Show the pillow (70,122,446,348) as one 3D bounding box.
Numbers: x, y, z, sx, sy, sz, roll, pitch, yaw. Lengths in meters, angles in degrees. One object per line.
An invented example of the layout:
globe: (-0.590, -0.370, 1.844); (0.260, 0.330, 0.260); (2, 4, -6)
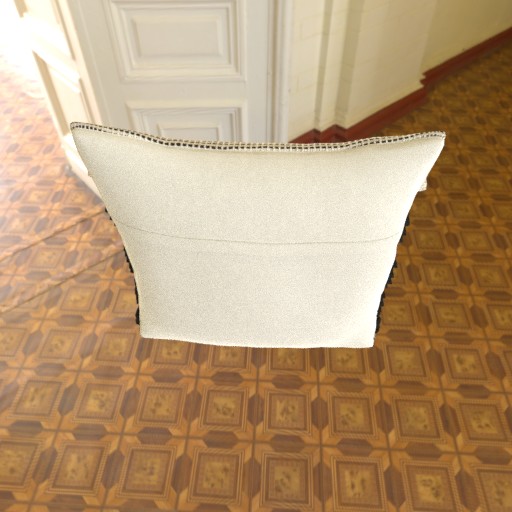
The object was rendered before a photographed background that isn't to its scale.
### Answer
pillow: (0.000, 0.000, 0.666); (0.436, 0.438, 0.156); (2, 47, 2)
